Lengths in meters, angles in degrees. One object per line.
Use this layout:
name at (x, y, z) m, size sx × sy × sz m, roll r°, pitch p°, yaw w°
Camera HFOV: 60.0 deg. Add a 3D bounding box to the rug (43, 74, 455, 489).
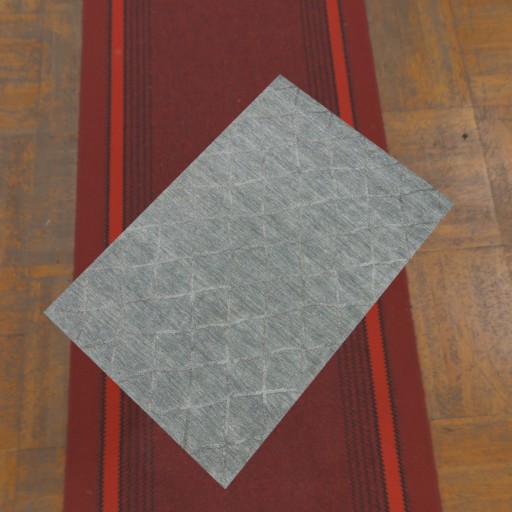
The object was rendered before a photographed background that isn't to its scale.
rug at (0.000, 0.000, 2.852) m, size 1.521 × 0.006 × 2.283 m, roll 40°, pitch 78°, yaw 10°
